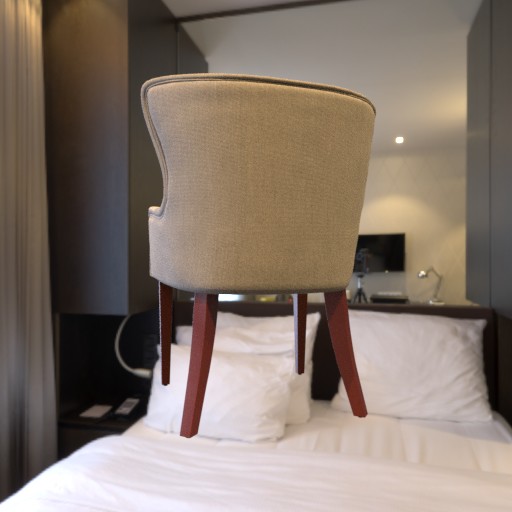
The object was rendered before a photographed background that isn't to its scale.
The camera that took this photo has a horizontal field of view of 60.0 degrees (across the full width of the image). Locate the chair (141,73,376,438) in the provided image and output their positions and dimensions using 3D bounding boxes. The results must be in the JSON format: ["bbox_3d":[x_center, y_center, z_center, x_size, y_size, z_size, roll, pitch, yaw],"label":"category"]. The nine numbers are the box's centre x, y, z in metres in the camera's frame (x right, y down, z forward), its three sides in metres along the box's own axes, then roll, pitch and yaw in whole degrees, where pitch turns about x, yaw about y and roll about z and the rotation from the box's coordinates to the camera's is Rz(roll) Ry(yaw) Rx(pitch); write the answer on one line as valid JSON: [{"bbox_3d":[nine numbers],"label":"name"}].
[{"bbox_3d":[0.000,0.000,1.434,0.732,0.948,0.677,0,0,-17],"label":"chair"}]
